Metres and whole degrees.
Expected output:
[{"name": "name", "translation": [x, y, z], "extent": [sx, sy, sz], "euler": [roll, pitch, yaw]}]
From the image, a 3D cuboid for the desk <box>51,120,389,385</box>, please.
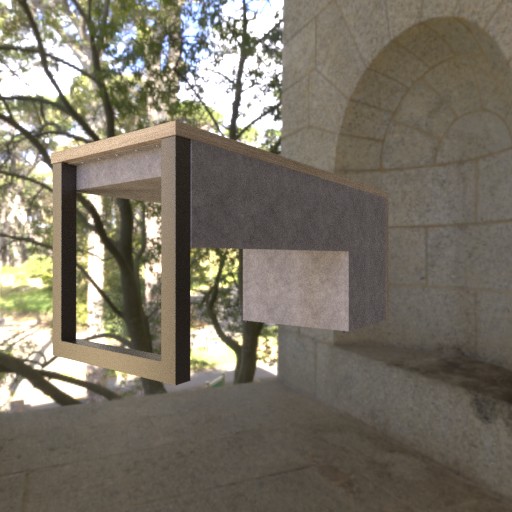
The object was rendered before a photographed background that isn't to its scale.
[{"name": "desk", "translation": [0.000, 0.000, 2.138], "extent": [0.690, 0.760, 1.700], "euler": [0, 0, 36]}]
